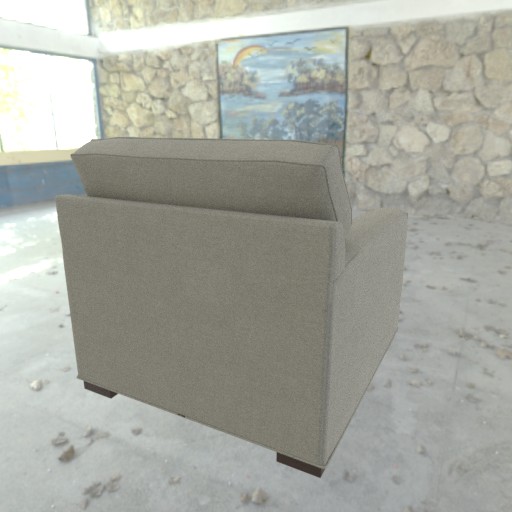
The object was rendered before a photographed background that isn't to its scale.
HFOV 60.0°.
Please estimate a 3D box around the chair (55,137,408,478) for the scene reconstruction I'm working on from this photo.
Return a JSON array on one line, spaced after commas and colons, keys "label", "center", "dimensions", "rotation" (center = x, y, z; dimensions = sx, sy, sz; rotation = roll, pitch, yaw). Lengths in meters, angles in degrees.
[{"label": "chair", "center": [0.000, 0.000, 1.779], "dimensions": [0.999, 0.934, 1.044], "rotation": [9, 18, 27]}]
